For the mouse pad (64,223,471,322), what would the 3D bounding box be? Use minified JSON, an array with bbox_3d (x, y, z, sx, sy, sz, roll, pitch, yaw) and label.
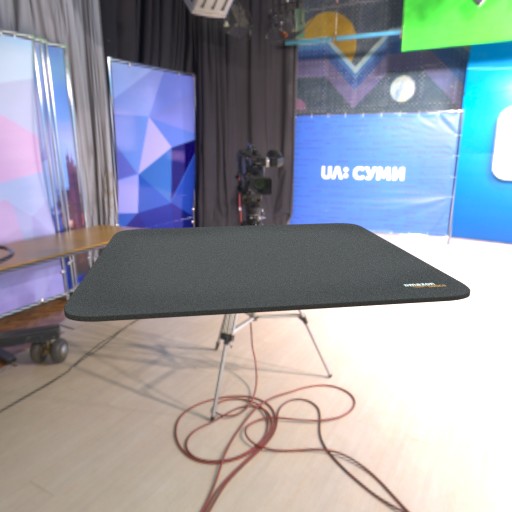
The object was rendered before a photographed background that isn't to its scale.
[{"bbox_3d":[0.000,0.000,0.329,0.229,0.003,0.203,-2,16,-8],"label":"mouse pad"}]
